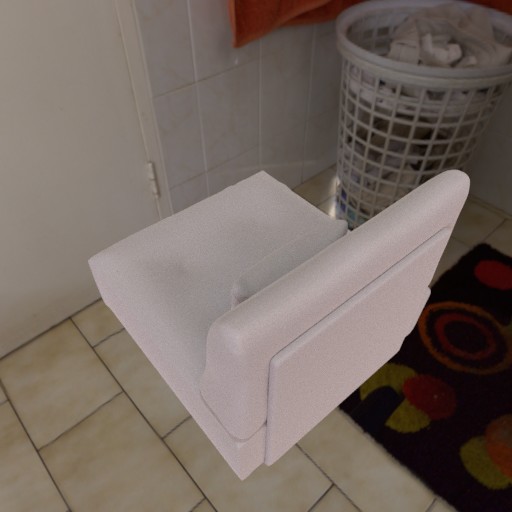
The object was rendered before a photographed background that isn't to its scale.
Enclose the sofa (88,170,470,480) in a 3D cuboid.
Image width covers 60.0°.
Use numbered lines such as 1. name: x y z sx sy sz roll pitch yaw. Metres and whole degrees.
1. sofa: 0.000 0.000 1.632 0.935 0.828 1.000 -31 54 -26
